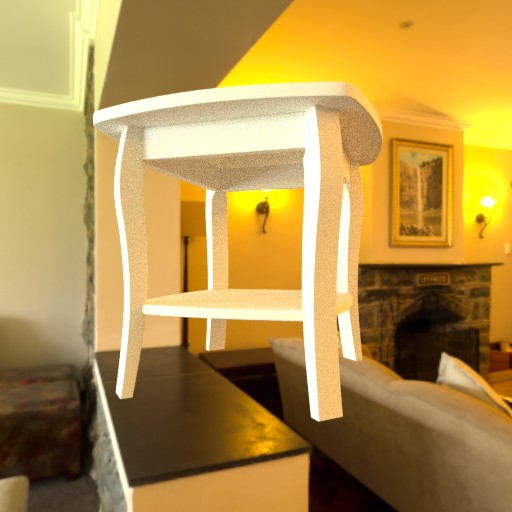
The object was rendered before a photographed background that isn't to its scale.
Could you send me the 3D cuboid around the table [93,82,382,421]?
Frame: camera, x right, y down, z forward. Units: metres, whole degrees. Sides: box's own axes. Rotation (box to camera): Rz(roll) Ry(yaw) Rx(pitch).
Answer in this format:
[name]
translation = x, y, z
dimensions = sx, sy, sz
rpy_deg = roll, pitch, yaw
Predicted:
[table]
translation = 0.000, 0.000, 0.824
dimensions = 0.451, 0.438, 0.502
rpy_deg = 0, 0, 18
